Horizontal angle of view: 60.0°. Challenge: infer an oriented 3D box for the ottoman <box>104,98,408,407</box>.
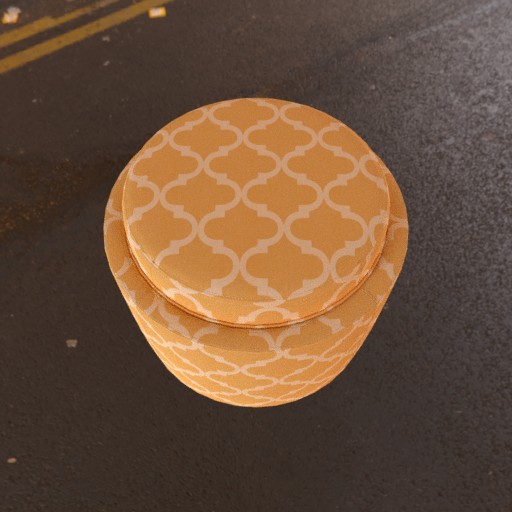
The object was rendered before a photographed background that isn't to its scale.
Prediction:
[{"bbox_3d":[0.000,0.000,0.816,0.480,0.429,0.480,0,58,0],"label":"ottoman"}]
